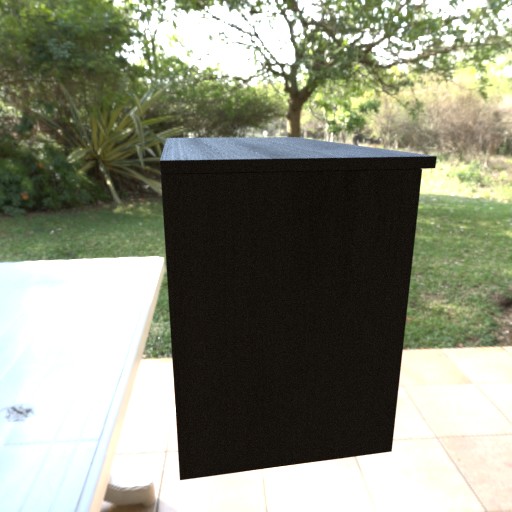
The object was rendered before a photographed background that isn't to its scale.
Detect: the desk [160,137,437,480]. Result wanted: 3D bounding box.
[{"bbox_3d":[0.000,0.000,1.487,0.557,0.729,1.099,-3,17,-10],"label":"desk"}]
